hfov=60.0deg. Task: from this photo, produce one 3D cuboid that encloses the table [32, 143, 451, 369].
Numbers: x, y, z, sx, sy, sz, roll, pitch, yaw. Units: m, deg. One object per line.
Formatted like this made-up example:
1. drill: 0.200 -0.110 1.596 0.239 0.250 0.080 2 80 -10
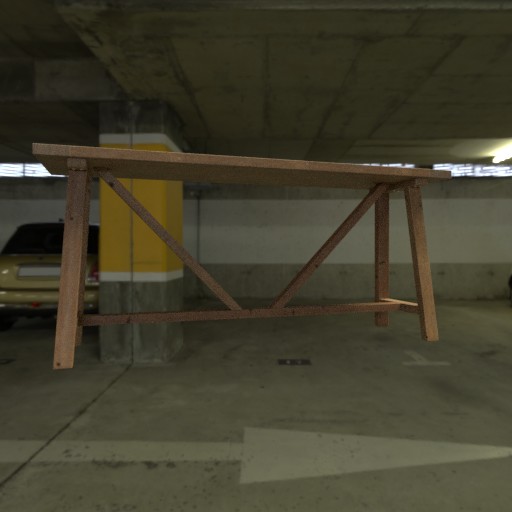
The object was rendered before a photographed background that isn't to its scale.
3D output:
1. table: 0.000 0.000 2.061 1.800 0.810 0.465 0 1 -17
